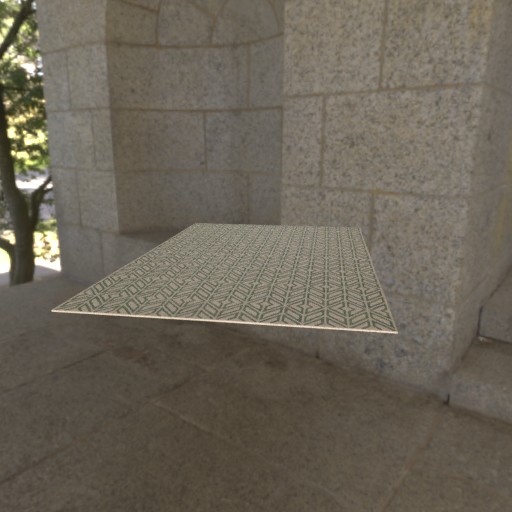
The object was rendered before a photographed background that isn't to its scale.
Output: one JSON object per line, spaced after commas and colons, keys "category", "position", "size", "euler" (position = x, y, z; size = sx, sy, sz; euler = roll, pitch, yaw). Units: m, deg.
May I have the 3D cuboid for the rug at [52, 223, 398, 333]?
{"category": "rug", "position": [0.000, 0.000, 2.395], "size": [1.220, 0.007, 1.828], "euler": [2, 15, 9]}
